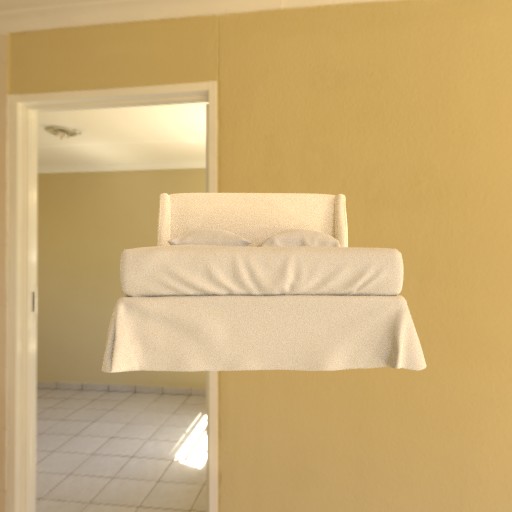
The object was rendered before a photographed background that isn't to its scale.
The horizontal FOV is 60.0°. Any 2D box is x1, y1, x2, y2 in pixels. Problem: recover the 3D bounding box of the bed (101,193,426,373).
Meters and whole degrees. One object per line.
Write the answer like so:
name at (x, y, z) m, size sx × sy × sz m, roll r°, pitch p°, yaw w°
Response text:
bed at (0.000, 0.000, 3.540) m, size 1.925 × 1.332 × 2.276 m, roll 0°, pitch -1°, yaw -2°
